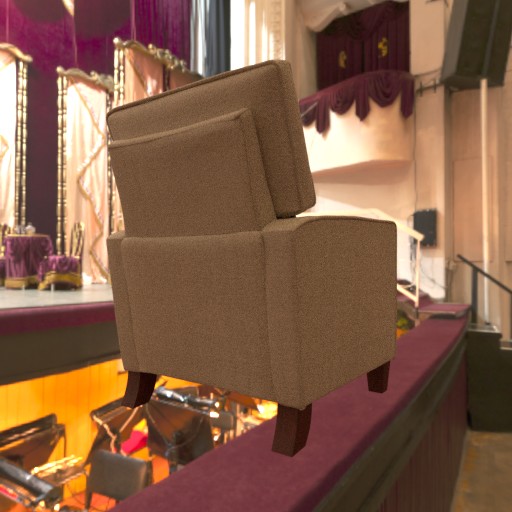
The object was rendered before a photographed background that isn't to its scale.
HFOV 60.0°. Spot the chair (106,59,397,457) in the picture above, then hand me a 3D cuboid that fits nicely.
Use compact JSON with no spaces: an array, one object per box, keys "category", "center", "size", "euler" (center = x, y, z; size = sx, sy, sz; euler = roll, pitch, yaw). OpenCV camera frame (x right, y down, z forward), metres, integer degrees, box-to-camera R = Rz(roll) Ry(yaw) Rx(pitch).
[{"category":"chair","center":[0.000,0.000,1.368],"size":[0.648,0.888,0.754],"euler":[0,-1,36]}]
